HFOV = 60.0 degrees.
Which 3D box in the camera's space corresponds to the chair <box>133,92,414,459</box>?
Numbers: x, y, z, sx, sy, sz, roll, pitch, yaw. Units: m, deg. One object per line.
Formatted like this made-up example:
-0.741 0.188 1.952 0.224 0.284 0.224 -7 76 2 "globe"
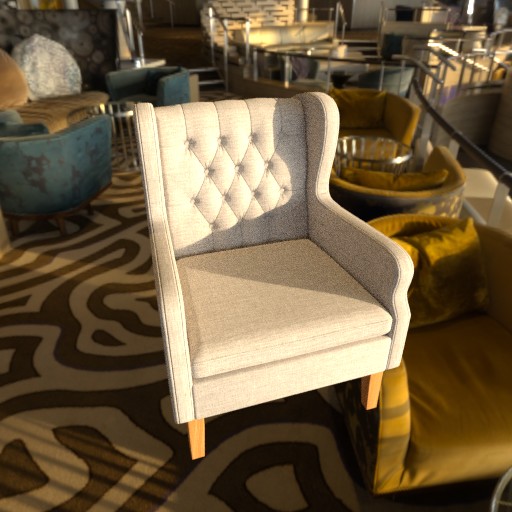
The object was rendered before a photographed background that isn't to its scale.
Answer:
0.000 0.000 1.478 0.710 0.930 0.760 -9 32 -16 "chair"
